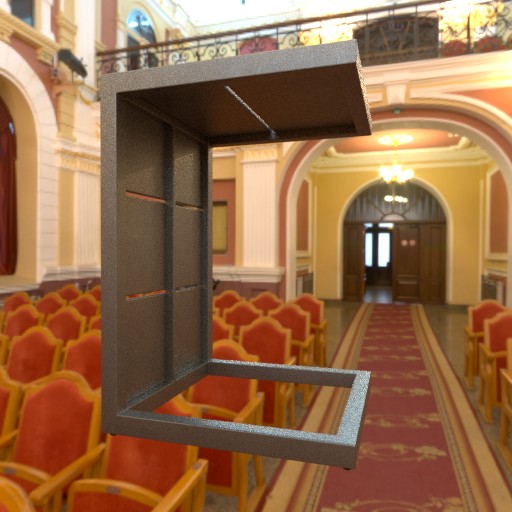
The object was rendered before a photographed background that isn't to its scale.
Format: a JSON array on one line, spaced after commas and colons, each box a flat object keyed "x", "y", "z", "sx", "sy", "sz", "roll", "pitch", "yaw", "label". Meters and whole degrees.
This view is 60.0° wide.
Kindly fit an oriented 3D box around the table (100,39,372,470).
[{"x": 0.000, "y": 0.000, "z": 0.873, "sx": 0.420, "sy": 0.609, "sz": 0.405, "roll": 0, "pitch": 1, "yaw": 18, "label": "table"}]
